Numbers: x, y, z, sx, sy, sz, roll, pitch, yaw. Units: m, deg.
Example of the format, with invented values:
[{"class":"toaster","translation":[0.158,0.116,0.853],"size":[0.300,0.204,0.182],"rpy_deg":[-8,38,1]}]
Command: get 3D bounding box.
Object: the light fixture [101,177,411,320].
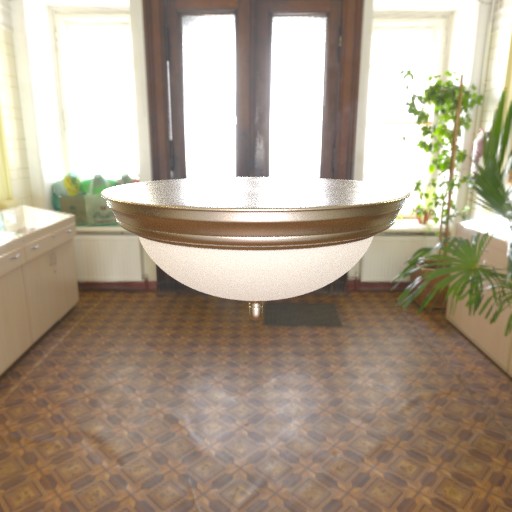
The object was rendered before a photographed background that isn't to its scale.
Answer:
[{"class":"light fixture","translation":[0.000,0.000,0.438],"size":[0.280,0.135,0.280],"rpy_deg":[0,14,0]}]
